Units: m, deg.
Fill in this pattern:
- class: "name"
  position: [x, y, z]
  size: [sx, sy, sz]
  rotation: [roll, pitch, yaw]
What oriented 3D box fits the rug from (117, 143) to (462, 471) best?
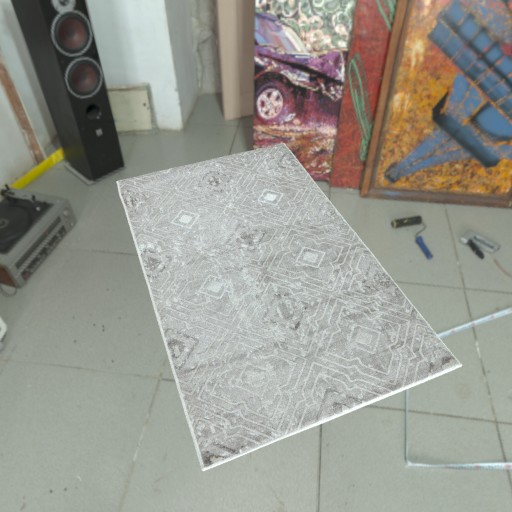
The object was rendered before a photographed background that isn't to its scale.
- class: "rug"
  position: [0.000, 0.000, 3.086]
  size: [1.537, 0.036, 2.447]
  rotation: [-16, 49, -15]
